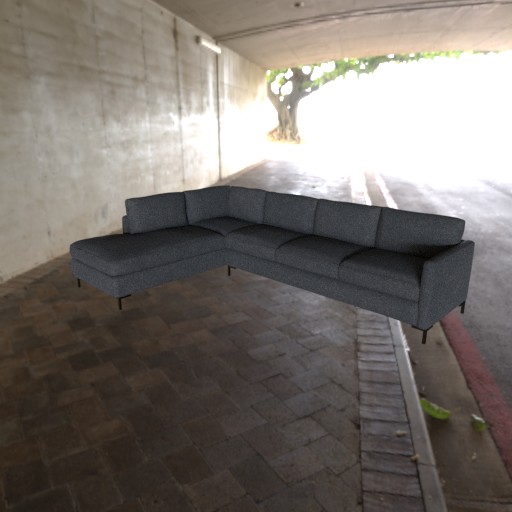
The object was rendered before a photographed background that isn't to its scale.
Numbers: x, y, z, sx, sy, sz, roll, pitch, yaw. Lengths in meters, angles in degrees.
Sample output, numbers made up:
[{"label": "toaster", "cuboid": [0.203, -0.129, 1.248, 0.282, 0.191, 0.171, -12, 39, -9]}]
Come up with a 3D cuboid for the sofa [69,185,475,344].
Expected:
[{"label": "sofa", "cuboid": [0.000, 0.000, 3.820, 2.949, 0.815, 2.007, 16, 23, 41]}]
